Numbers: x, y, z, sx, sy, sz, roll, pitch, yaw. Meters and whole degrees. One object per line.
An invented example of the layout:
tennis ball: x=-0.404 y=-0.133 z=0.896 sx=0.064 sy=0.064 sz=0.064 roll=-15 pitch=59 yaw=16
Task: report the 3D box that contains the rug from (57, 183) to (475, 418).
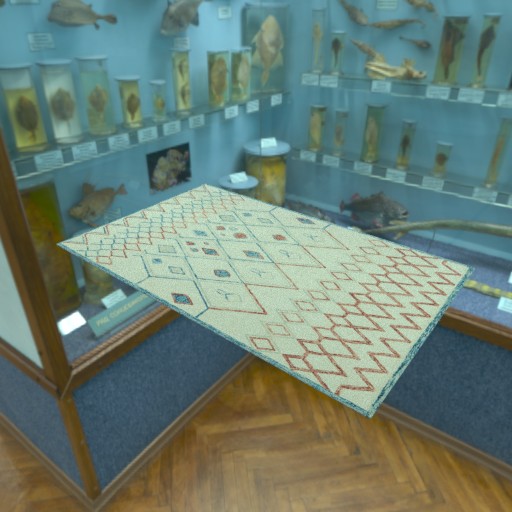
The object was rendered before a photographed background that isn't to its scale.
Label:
rug: x=0.000 y=0.000 z=3.030 sx=2.438 sy=0.015 sz=1.524 roll=22 pitch=37 yaw=33
